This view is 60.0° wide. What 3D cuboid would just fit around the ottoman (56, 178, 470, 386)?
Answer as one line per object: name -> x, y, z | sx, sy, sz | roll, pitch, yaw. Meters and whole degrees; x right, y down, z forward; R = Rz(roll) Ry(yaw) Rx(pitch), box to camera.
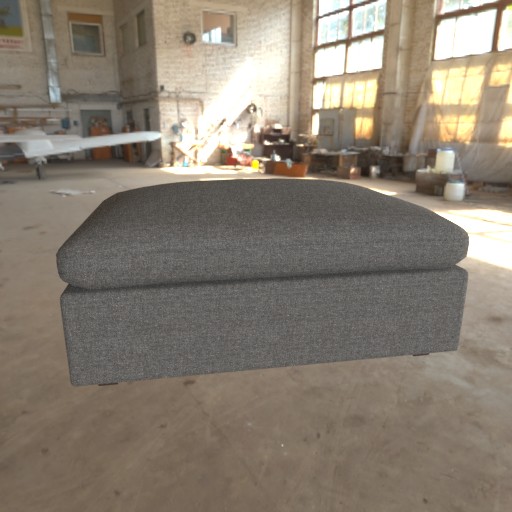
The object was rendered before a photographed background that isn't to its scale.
ottoman -> 0.000, 0.000, 1.426 | 1.041, 0.483, 0.711 | -3, 17, -10
